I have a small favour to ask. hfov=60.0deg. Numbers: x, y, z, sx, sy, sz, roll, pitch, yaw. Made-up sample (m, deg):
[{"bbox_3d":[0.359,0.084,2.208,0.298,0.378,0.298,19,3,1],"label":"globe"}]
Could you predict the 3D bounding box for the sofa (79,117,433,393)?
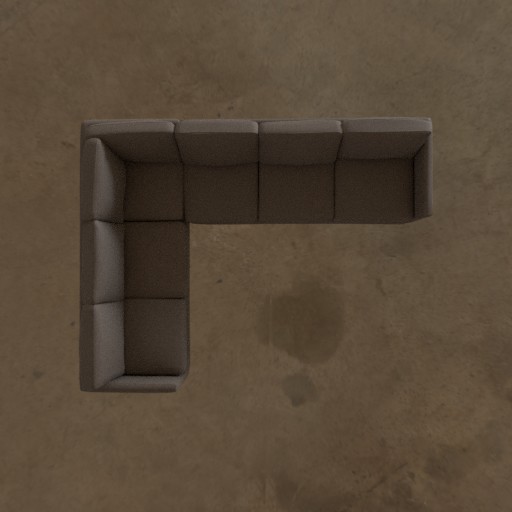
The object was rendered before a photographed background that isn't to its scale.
[{"bbox_3d":[0.000,0.000,4.334,3.302,0.947,2.593,0,90,2],"label":"sofa"}]
